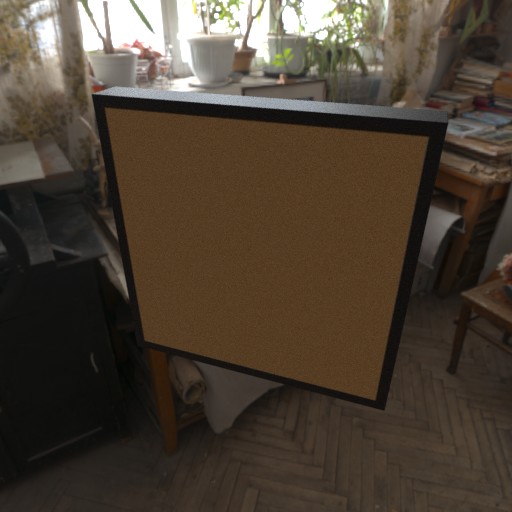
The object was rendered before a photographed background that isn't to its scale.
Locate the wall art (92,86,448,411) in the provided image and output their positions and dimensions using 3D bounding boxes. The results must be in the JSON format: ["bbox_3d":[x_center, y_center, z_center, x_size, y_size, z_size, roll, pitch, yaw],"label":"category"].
[{"bbox_3d":[0.000,0.000,0.452,0.304,0.304,0.038,10,33,17],"label":"wall art"}]
